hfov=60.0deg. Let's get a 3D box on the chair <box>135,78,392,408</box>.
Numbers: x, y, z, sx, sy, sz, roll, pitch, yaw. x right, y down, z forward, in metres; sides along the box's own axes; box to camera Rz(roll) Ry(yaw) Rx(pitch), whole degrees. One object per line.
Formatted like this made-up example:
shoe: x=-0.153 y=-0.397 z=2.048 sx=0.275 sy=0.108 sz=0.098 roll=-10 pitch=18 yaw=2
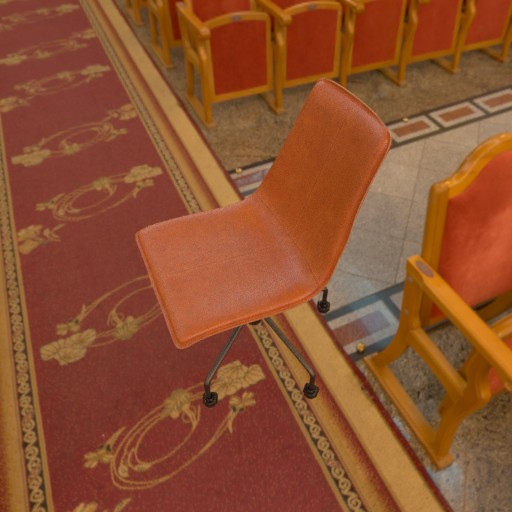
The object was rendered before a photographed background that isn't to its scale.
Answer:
chair: x=0.000 y=0.000 z=1.391 sx=0.660 sy=0.920 sz=0.651 roll=-18 pitch=49 yaw=-16
